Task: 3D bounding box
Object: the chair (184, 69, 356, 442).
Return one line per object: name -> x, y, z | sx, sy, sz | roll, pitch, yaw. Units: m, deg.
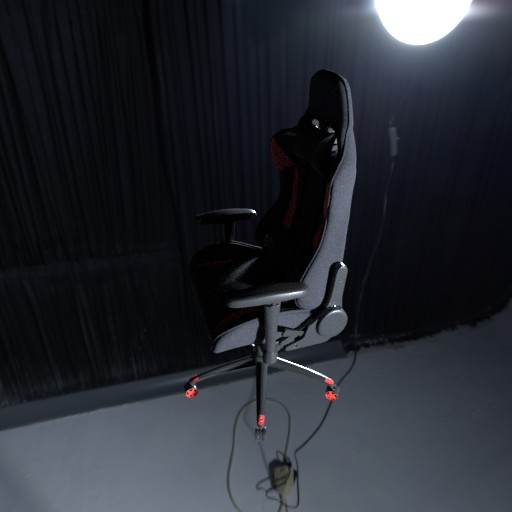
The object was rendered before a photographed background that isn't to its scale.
chair -> 0.000, 0.000, 1.727 | 0.658, 1.326, 0.695 | -8, 31, -14
